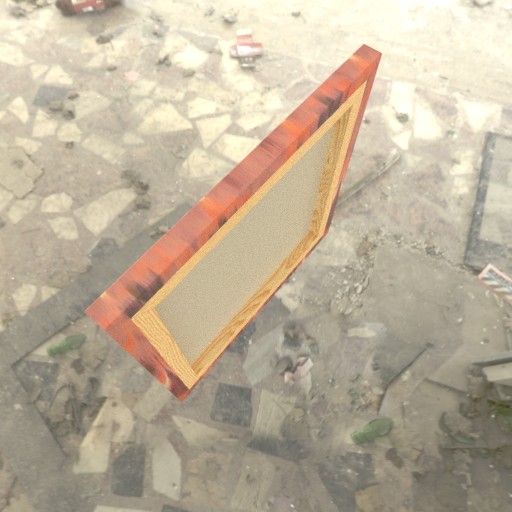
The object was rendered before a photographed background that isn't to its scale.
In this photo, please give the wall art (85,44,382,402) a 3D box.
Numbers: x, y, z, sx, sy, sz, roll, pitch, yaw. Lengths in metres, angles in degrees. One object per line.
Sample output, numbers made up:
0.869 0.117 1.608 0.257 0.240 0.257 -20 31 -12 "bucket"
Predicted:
0.000 0.000 0.900 0.037 0.609 0.603 37 70 16 "wall art"
